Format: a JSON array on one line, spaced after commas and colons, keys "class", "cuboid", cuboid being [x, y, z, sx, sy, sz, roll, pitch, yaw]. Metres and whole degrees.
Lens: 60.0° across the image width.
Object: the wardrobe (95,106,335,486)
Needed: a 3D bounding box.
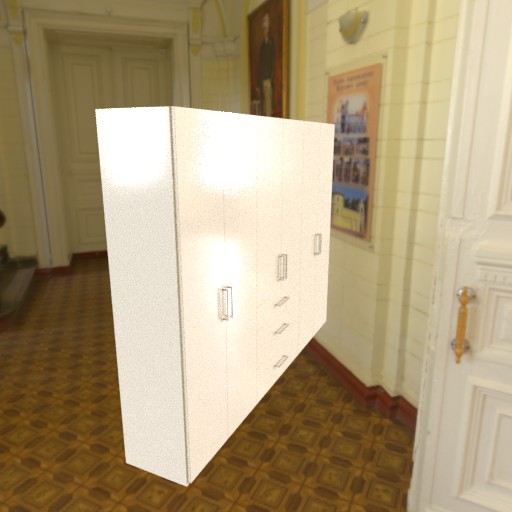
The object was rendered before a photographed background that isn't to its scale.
[{"class": "wardrobe", "cuboid": [0.000, 0.000, 3.997, 0.580, 2.360, 3.000, 7, 16, 25]}]
